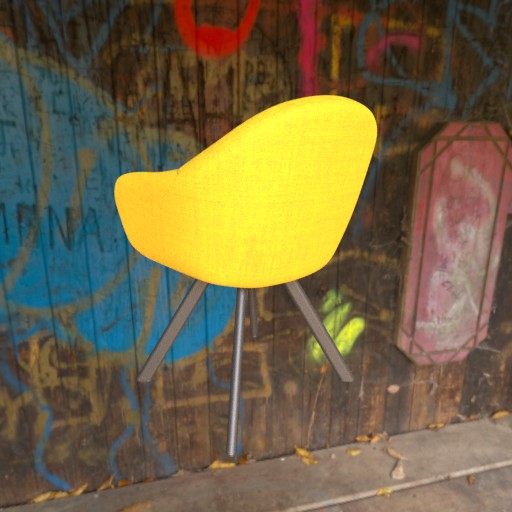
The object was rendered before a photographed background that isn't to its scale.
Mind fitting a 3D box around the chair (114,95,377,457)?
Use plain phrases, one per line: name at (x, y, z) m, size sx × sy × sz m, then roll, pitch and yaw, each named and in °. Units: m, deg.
chair at (0.000, 0.000, 1.198) m, size 0.590 × 0.795 × 0.550 m, roll -14°, pitch 21°, yaw -41°
